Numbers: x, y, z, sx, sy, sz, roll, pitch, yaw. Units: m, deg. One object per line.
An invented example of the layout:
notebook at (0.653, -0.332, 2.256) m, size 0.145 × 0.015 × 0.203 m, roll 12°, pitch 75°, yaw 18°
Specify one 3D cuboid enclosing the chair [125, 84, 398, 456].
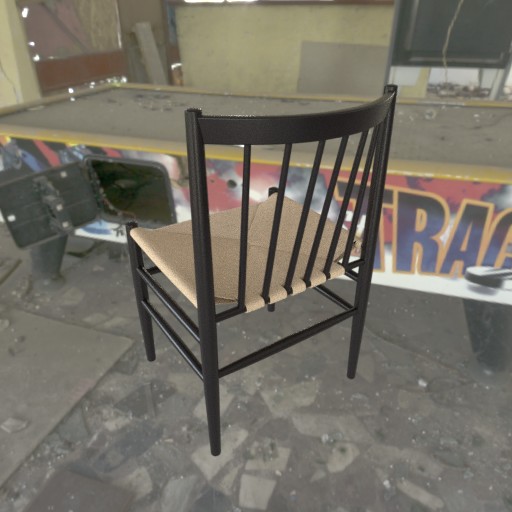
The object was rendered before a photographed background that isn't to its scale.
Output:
chair at (0.000, 0.000, 1.120) m, size 0.495 × 0.818 × 0.516 m, roll -18°, pitch 34°, yaw -29°
